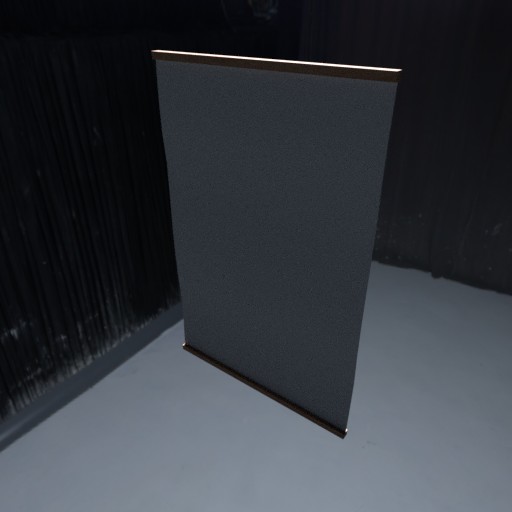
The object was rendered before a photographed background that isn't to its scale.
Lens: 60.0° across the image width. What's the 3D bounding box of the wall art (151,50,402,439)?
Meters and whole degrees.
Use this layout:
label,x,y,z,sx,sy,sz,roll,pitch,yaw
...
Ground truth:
label,x,y,z,sx,sy,sz,roll,pitch,yaw
wall art,0.000,0.000,0.623,0.332,0.508,0.012,20,35,31
